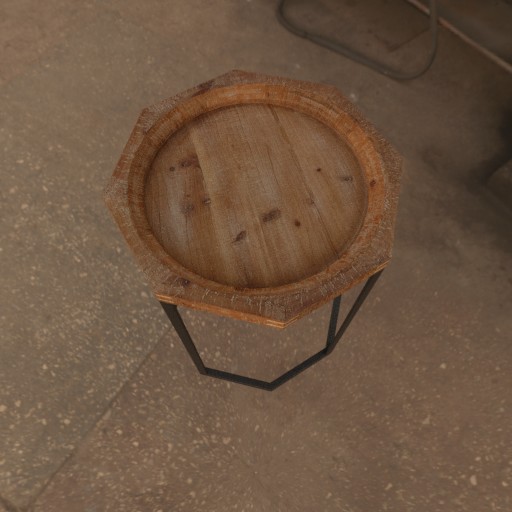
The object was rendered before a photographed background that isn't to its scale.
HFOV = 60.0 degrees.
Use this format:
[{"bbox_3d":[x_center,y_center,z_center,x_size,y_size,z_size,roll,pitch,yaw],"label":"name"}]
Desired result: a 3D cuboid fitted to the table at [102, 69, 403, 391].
[{"bbox_3d":[0.000,0.000,0.909,0.458,0.543,0.458,33,68,15],"label":"table"}]
